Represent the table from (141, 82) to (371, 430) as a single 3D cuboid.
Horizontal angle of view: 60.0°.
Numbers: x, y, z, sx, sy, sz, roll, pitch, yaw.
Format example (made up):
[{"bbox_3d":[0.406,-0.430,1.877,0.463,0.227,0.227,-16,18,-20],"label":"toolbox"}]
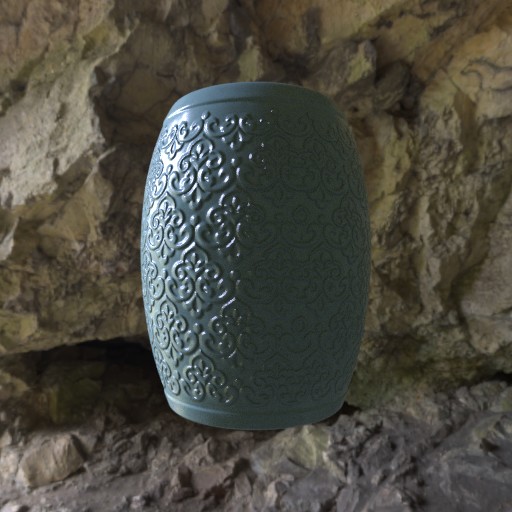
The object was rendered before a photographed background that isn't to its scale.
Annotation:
[{"bbox_3d":[0.000,0.000,0.614,0.309,0.397,0.309,0,-1,0],"label":"table"}]
